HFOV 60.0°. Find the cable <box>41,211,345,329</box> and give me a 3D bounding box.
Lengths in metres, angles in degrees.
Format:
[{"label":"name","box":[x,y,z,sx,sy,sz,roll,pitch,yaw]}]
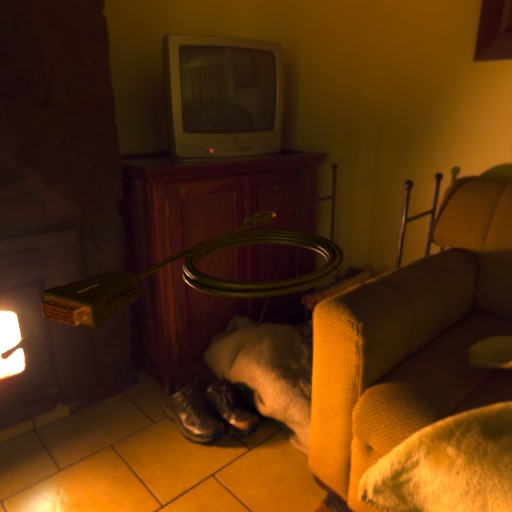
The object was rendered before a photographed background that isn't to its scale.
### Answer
[{"label":"cable","box":[0.000,0.000,0.337,0.136,0.015,0.281,9,20,26]}]
